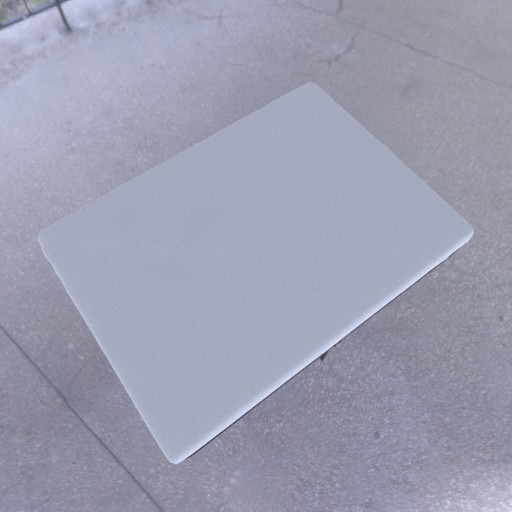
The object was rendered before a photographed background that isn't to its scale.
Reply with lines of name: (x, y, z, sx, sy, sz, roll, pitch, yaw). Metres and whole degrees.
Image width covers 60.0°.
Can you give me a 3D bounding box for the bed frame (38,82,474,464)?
bed frame: (0.000, 0.000, 2.561, 1.905, 0.637, 1.372, -33, 68, -15)
